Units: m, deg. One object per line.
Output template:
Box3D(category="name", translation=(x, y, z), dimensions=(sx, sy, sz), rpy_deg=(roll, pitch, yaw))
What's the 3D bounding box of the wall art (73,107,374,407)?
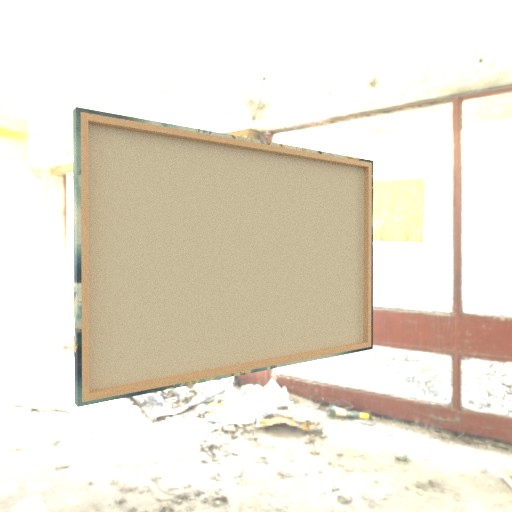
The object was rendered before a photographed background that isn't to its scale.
Box3D(category="wall art", translation=(0.000, 0.000, 1.465), dimensions=(1.138, 0.759, 0.035), rpy_deg=(-1, 1, -36))
